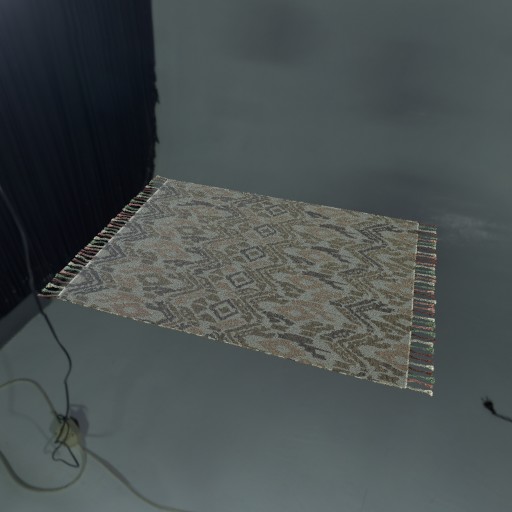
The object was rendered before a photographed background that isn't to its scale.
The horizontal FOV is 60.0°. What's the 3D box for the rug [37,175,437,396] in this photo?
[{"bbox_3d":[0.000,0.000,2.355,1.829,0.008,1.219,12,41,14],"label":"rug"}]
